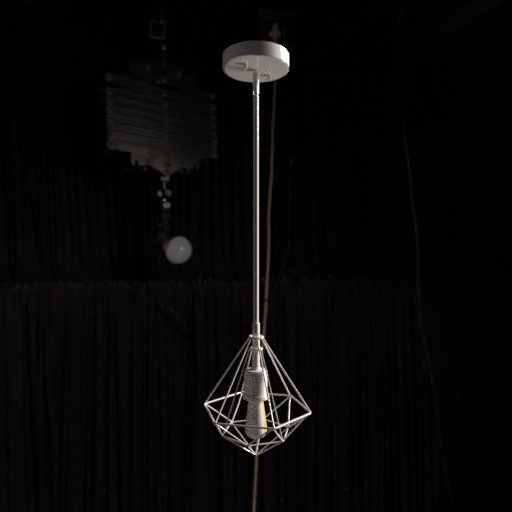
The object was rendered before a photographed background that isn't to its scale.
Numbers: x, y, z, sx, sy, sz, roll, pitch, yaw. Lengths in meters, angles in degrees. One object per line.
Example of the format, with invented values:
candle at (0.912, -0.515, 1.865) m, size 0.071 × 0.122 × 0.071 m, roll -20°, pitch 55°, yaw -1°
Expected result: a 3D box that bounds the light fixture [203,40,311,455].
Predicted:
light fixture at (0.000, 0.000, 1.962) m, size 0.431 × 1.764 × 0.487 m, roll 0°, pitch 0°, yaw -17°
